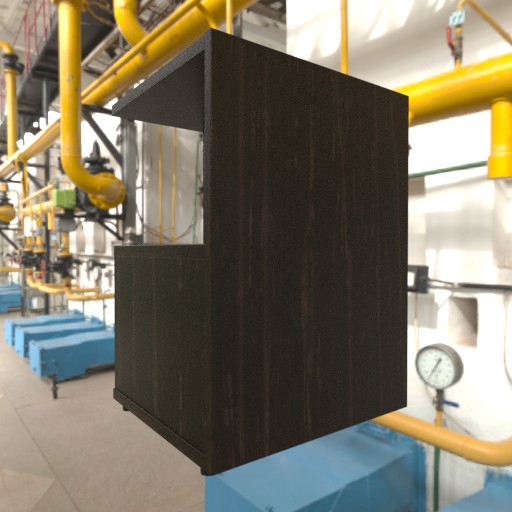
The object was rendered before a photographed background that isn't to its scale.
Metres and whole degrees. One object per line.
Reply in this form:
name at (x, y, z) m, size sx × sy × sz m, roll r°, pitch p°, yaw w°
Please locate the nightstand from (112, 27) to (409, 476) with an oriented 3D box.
nightstand at (0.000, 0.000, 0.799) m, size 0.400 × 0.559 × 0.356 m, roll -1°, pitch 1°, yaw -37°
